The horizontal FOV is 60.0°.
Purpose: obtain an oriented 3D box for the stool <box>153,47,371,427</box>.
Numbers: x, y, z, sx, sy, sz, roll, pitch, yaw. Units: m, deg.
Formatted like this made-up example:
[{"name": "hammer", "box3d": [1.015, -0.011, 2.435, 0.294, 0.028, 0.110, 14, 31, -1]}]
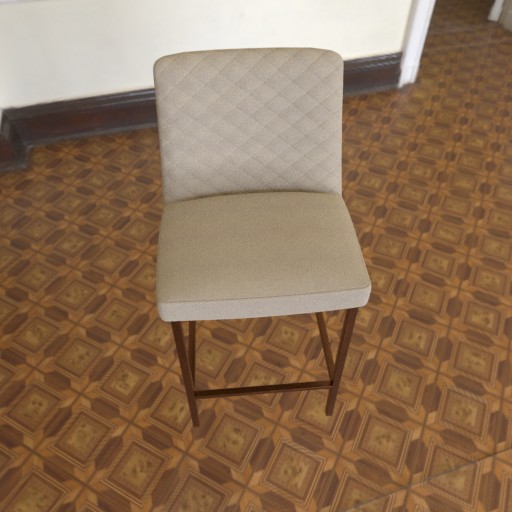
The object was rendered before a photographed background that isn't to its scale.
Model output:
[{"name": "stool", "box3d": [0.000, 0.000, 1.278, 0.507, 0.973, 0.576, -4, 47, -3]}]
